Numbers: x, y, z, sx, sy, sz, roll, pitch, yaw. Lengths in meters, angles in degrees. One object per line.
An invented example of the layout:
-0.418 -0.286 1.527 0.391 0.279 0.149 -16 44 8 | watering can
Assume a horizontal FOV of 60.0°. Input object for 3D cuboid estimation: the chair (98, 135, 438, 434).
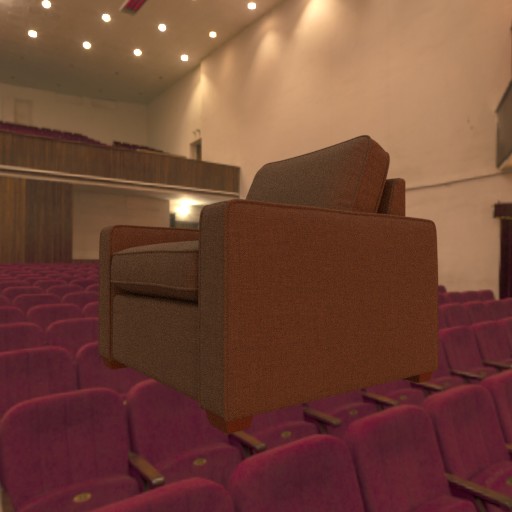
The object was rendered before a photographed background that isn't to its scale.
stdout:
0.000 0.000 1.735 0.940 0.919 1.017 1 -2 -37 | chair
